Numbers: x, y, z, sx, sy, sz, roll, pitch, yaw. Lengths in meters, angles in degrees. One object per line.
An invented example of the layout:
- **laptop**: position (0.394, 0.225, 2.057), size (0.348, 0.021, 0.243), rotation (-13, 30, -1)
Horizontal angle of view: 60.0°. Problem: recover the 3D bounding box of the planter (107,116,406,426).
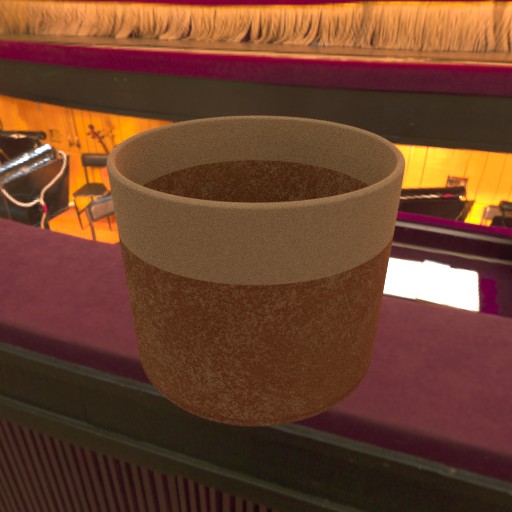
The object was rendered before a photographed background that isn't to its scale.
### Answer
- **planter**: position (0.000, 0.000, 0.278), size (0.159, 0.138, 0.159), rotation (0, 30, 0)
